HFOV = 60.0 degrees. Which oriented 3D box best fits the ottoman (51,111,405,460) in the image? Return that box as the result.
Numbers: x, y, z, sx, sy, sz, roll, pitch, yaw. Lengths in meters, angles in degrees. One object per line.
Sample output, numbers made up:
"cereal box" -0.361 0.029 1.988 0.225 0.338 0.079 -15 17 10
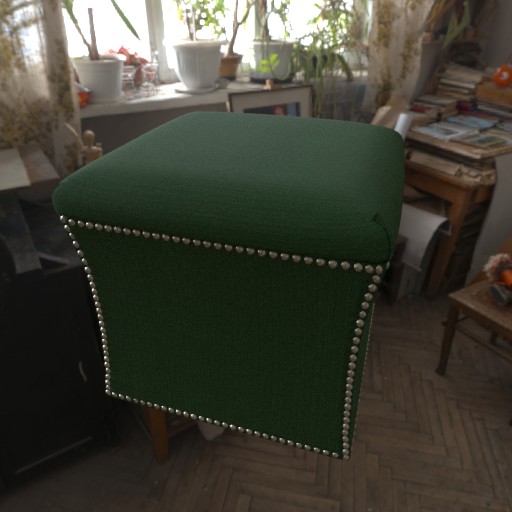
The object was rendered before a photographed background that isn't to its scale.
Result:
"ottoman" 0.000 0.000 0.879 0.507 0.475 0.497 9 32 15
